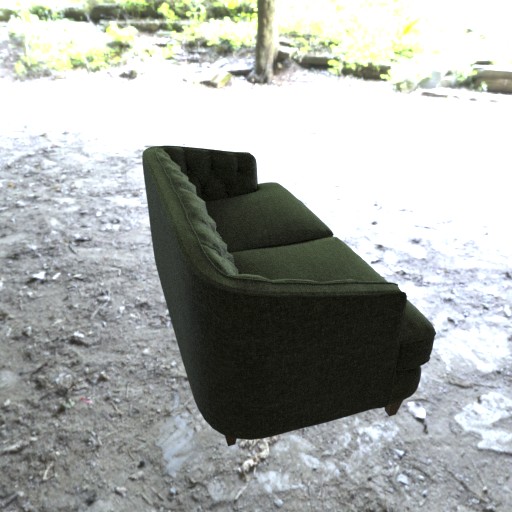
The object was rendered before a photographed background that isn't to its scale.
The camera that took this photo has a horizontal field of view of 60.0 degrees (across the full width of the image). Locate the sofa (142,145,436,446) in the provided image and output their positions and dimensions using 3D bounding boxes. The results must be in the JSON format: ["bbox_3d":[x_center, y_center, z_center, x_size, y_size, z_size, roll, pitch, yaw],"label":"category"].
[{"bbox_3d":[0.000,0.000,2.279,0.941,0.855,1.733,-10,31,-16],"label":"sofa"}]
